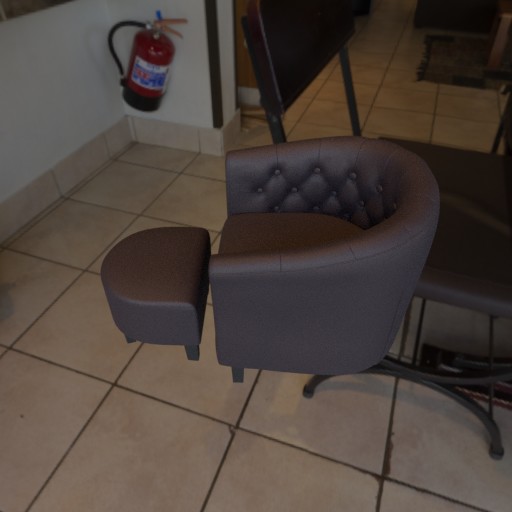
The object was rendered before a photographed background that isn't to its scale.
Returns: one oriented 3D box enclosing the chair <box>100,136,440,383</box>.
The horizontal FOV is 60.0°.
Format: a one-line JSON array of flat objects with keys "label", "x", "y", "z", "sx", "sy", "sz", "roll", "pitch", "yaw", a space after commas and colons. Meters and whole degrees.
[{"label": "chair", "x": 0.000, "y": 0.000, "z": 1.682, "sx": 1.191, "sy": 0.760, "sz": 0.763, "roll": 1, "pitch": 40, "yaw": 1}]
